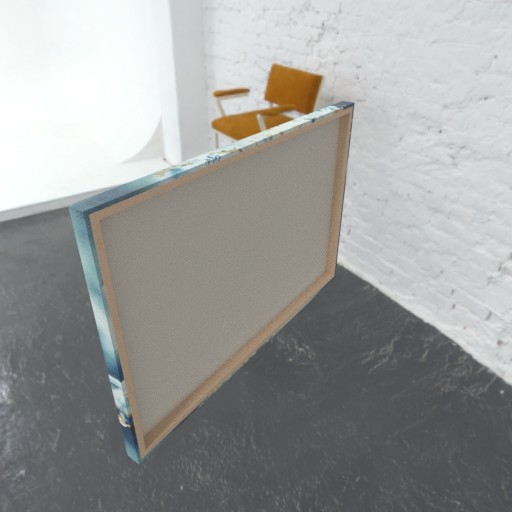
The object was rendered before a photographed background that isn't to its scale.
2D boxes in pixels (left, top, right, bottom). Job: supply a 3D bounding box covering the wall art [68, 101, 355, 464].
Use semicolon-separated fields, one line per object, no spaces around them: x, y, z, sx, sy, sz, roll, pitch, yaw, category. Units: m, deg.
0.000;0.000;1.135;0.038;0.608;0.912;21;37;31;wall art
